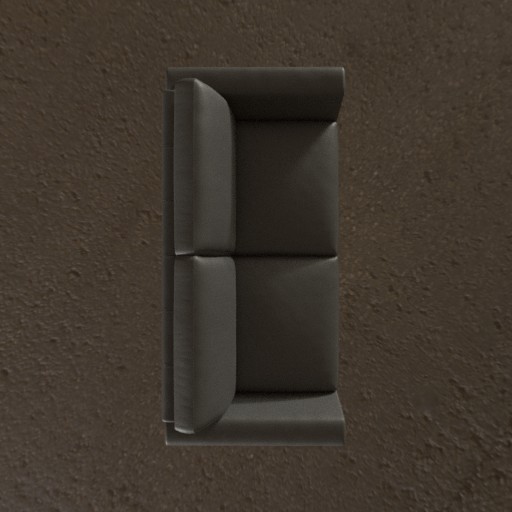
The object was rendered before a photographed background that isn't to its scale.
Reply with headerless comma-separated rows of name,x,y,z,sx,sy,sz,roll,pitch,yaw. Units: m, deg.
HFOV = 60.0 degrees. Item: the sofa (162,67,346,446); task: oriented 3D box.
sofa,0.000,0.000,2.496,0.953,0.875,2.017,0,90,0
